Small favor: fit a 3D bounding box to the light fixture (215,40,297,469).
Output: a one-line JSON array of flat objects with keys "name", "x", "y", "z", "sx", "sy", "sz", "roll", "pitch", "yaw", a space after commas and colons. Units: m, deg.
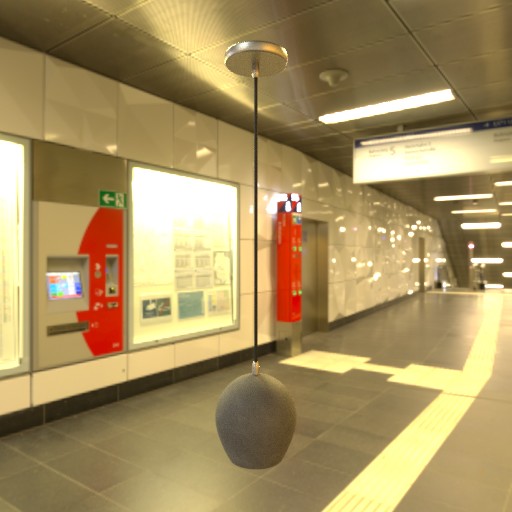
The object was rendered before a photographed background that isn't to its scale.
[{"name": "light fixture", "x": 0.000, "y": 0.000, "z": 0.839, "sx": 0.153, "sy": 0.760, "sz": 0.153, "roll": 0, "pitch": 0, "yaw": 17}]
